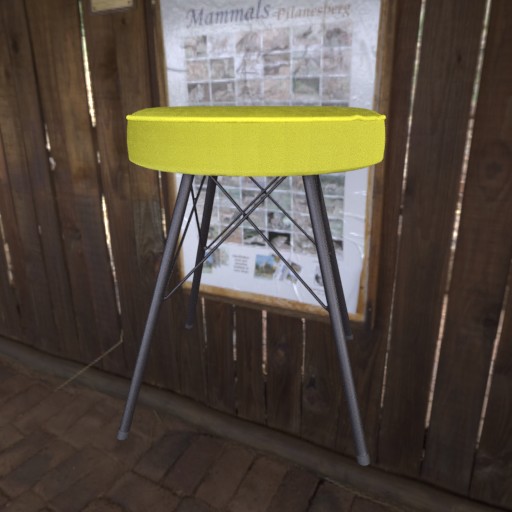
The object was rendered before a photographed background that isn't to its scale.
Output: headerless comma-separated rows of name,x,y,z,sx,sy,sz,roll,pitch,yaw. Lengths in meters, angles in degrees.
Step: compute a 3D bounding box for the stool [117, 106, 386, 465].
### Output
stool,0.000,0.000,0.793,0.409,0.508,0.409,3,19,8
